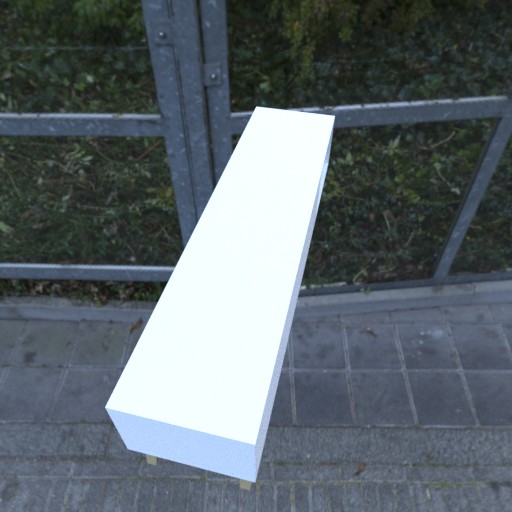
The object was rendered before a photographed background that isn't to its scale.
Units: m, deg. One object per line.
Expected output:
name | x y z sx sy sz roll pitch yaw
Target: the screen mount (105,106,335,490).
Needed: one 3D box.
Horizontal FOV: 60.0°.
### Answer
screen mount | 0.000 0.000 1.820 0.399 0.432 1.644 10 47 10
